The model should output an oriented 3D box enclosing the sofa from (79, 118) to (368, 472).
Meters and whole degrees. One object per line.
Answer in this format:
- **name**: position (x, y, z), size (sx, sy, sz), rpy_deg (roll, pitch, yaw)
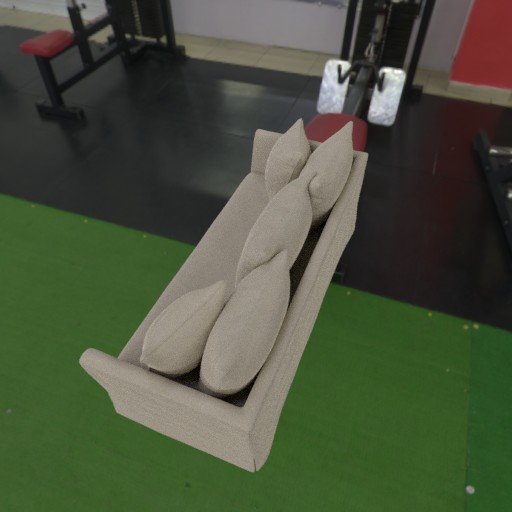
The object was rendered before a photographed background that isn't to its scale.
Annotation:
- **sofa**: position (0.000, 0.000, 3.138), size (1.046, 1.047, 2.499), rpy_deg (17, 49, 15)
